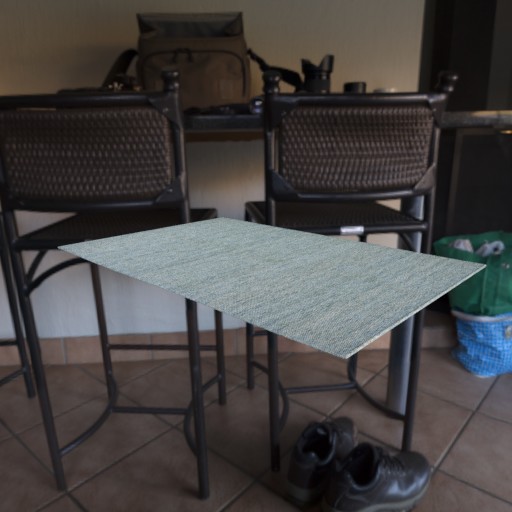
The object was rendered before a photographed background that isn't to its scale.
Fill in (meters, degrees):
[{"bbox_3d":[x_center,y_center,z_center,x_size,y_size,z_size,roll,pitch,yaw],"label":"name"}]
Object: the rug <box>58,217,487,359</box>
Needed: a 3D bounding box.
[{"bbox_3d":[0.000,0.000,2.821,2.283,0.013,1.547,14,21,41],"label":"rug"}]
